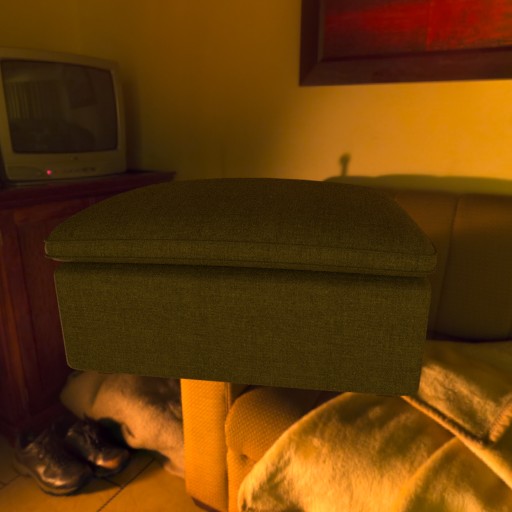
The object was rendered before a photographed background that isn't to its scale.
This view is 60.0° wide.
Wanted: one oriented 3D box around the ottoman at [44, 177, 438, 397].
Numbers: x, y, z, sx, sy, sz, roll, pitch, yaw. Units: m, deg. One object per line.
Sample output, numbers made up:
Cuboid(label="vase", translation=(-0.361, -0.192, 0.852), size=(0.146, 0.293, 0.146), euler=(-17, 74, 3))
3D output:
Cuboid(label="ottoman", translation=(0.000, 0.000, 1.675), size=(1.067, 0.559, 1.067), euler=(2, 16, 8))
